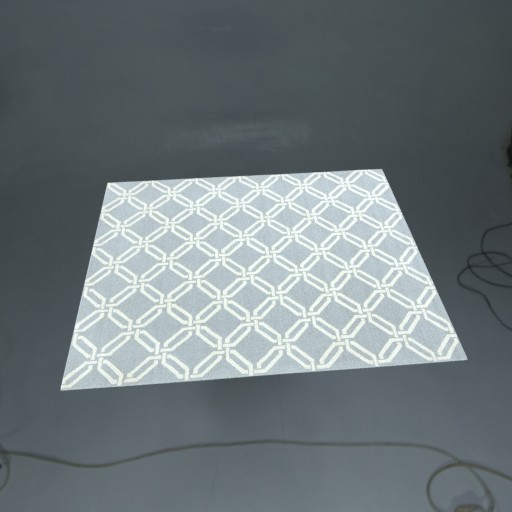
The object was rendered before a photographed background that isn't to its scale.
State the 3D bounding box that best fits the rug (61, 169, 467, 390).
[{"bbox_3d":[0.000,0.000,3.903,2.895,0.018,2.288,-3,48,-3],"label":"rug"}]
